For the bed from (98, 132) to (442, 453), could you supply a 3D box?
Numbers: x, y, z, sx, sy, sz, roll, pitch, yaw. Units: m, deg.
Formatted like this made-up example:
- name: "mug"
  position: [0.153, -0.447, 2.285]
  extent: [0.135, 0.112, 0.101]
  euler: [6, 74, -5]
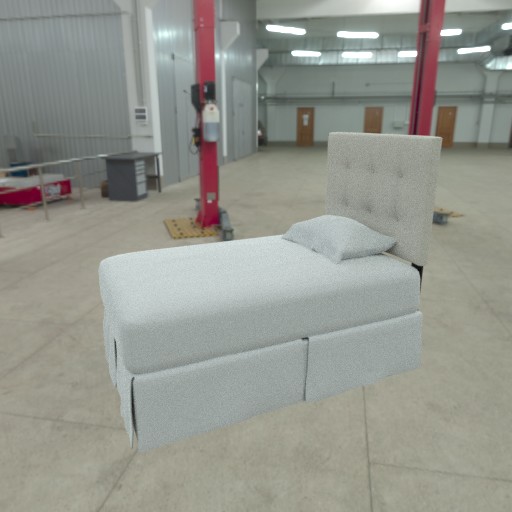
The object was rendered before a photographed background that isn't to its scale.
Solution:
- name: "bed"
  position: [0.000, 0.000, 2.994]
  extent: [1.997, 1.571, 1.261]
  euler: [-8, 19, -23]
